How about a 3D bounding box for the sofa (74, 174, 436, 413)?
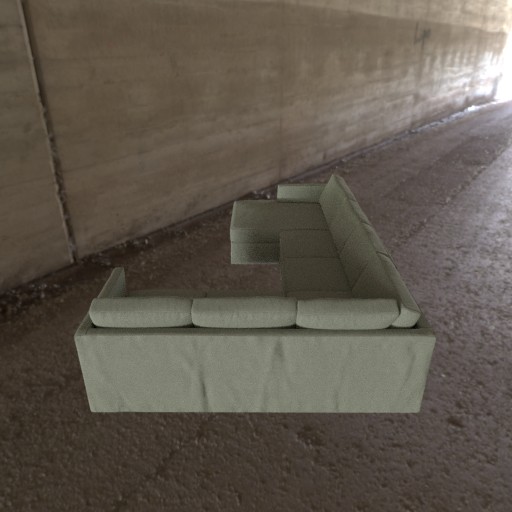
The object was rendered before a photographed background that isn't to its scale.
[{"bbox_3d":[0.000,0.000,4.576,2.440,0.869,3.434,0,26,0],"label":"sofa"}]
